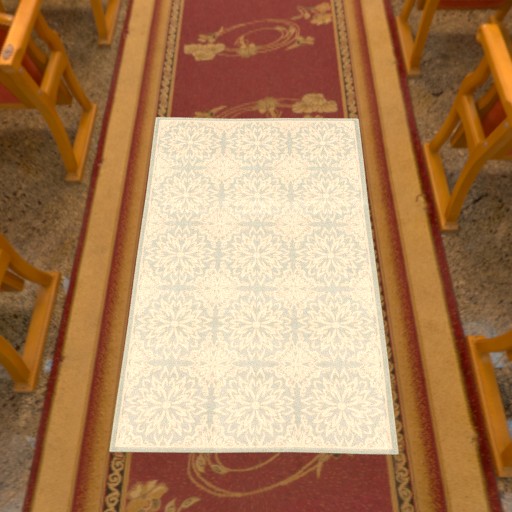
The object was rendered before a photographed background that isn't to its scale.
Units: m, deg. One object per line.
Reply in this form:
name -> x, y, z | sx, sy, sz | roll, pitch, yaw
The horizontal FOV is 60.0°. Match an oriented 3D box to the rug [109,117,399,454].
rug -> 0.000, 0.000, 2.263 | 1.219, 0.012, 1.840 | 0, 64, 0
